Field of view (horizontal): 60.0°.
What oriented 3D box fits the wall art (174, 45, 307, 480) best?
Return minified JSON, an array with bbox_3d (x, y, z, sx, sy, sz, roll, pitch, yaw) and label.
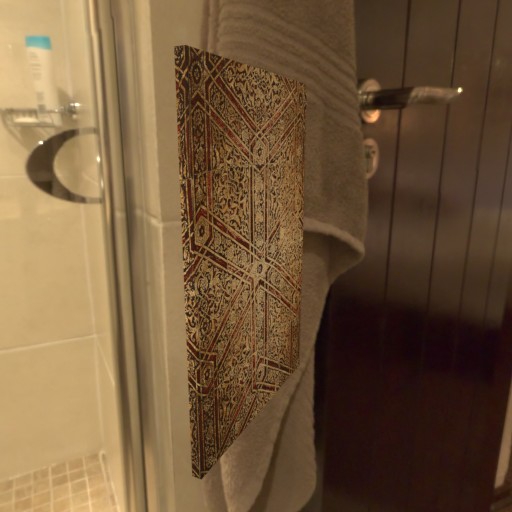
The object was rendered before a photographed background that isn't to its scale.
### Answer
[{"bbox_3d":[0.000,0.000,0.765,0.020,0.599,0.397,7,16,26],"label":"wall art"}]
